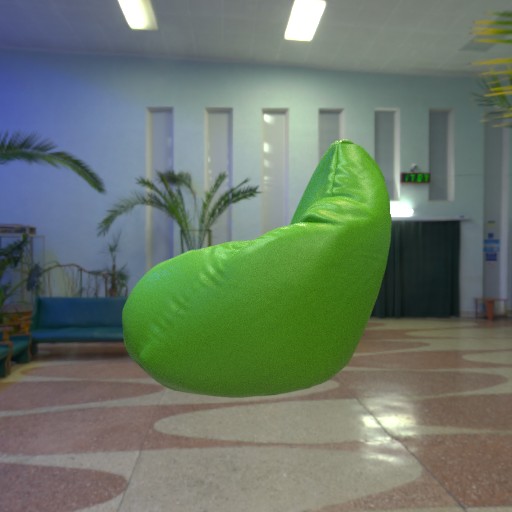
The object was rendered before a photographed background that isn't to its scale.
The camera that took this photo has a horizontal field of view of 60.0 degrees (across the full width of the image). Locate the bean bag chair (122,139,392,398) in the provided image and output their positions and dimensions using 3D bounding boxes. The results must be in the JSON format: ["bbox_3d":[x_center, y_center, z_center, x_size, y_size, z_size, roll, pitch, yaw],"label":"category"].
[{"bbox_3d":[0.000,0.000,1.899,1.070,0.990,1.070,0,0,-1],"label":"bean bag chair"}]
